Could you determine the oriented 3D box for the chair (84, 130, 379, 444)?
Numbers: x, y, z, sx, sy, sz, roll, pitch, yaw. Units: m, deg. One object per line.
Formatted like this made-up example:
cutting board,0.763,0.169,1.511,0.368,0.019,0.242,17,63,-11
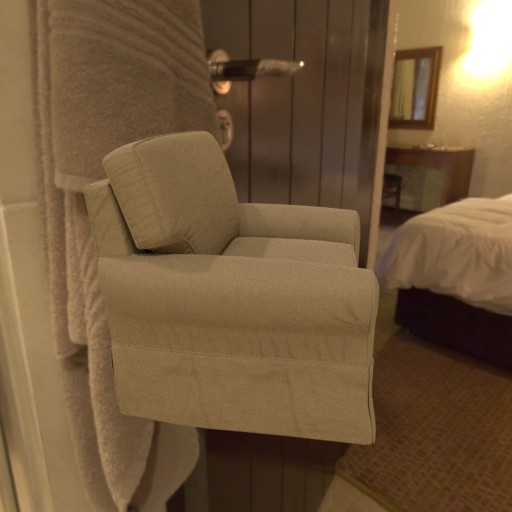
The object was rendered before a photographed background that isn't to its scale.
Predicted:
chair,0.000,0.000,1.894,0.988,1.017,1.135,3,18,9
